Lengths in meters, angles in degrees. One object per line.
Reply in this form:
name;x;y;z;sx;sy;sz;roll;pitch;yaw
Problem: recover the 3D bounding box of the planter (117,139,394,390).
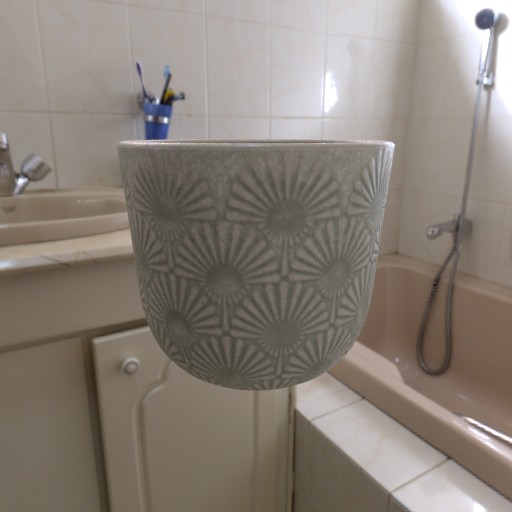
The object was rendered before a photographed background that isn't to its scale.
planter;0.000;0.000;0.302;0.170;0.152;0.170;0;15;0
